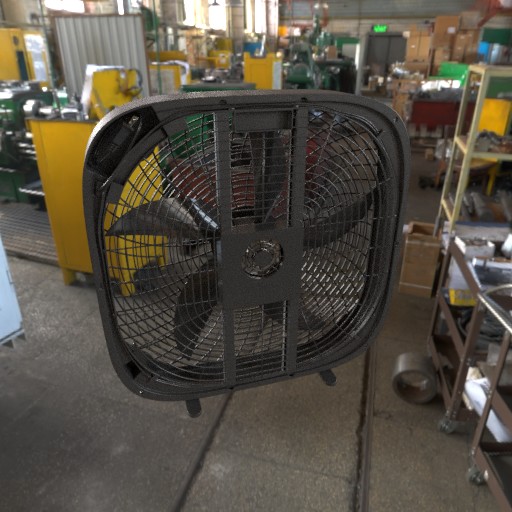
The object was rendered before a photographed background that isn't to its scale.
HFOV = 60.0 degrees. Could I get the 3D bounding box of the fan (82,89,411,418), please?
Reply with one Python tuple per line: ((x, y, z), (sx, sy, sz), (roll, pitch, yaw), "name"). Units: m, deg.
((0.000, 0.000, 0.767), (0.526, 0.533, 0.142), (-8, 26, -16), "fan")
